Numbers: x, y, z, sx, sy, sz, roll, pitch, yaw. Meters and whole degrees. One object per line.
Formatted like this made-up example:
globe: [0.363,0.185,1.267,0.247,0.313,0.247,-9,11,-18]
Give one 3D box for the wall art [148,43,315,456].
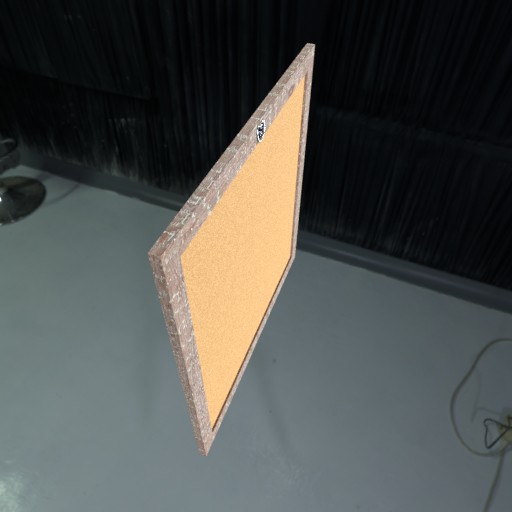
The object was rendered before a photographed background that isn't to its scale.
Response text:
wall art: [0.000,0.000,0.566,0.012,0.384,0.384,16,49,14]
